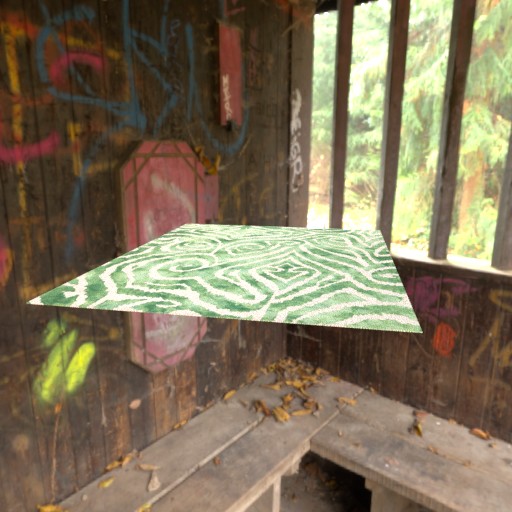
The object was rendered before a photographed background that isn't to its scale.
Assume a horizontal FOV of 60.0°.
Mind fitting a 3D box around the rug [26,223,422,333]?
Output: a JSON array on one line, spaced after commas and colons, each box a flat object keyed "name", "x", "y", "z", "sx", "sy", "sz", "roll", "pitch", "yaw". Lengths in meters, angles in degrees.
[{"name": "rug", "x": 0.000, "y": 0.000, "z": 4.087, "sx": 2.436, "sy": 0.007, "sz": 3.045, "roll": 3, "pitch": 14, "yaw": 11}]
